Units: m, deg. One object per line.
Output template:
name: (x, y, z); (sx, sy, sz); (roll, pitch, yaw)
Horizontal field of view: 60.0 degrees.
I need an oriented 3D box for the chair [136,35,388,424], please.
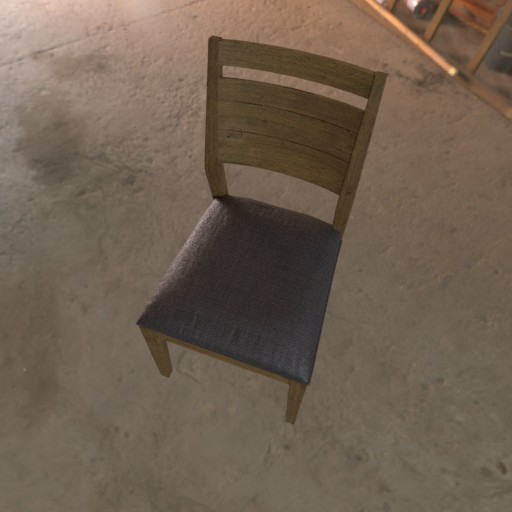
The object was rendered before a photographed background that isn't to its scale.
chair: (0.000, 0.000, 1.277); (0.501, 0.939, 0.610); (17, 60, 10)
